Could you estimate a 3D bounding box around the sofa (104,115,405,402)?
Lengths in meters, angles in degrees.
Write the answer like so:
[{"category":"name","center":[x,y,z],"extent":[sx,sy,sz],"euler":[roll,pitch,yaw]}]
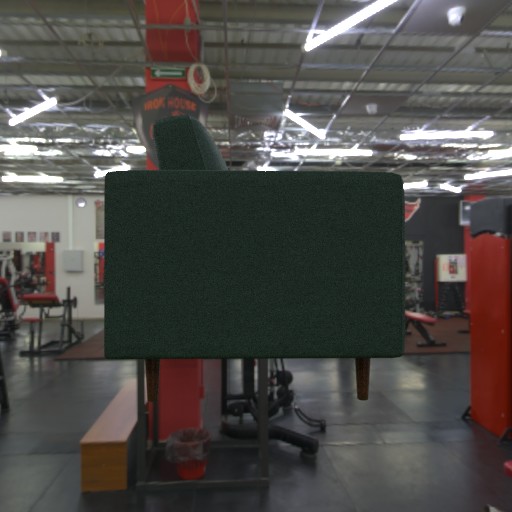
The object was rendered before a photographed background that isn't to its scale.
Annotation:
[{"category":"sofa","center":[0.000,0.000,1.957],"extent":[0.879,0.899,1.430],"euler":[0,0,-1]}]
